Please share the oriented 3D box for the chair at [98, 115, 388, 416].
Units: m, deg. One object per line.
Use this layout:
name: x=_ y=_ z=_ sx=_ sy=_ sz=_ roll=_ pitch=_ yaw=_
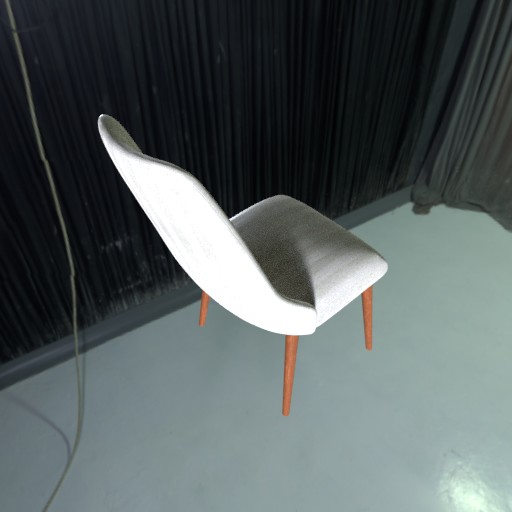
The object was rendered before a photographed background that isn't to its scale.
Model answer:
chair: x=0.000 y=0.000 z=1.282 sx=0.684 sy=0.917 sz=0.526 roll=-28 pitch=48 yaw=-29
